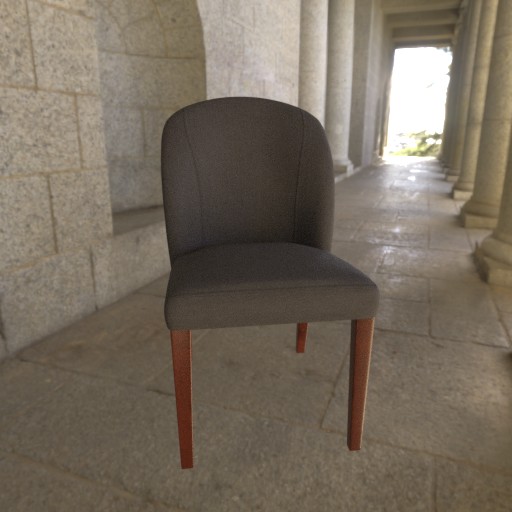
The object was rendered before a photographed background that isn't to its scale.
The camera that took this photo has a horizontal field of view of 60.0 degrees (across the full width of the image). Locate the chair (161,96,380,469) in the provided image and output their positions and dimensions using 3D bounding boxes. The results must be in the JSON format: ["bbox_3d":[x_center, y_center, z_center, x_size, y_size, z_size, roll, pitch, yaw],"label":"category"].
[{"bbox_3d":[0.000,0.000,1.236,0.506,0.879,0.619,-2,16,-8],"label":"chair"}]
